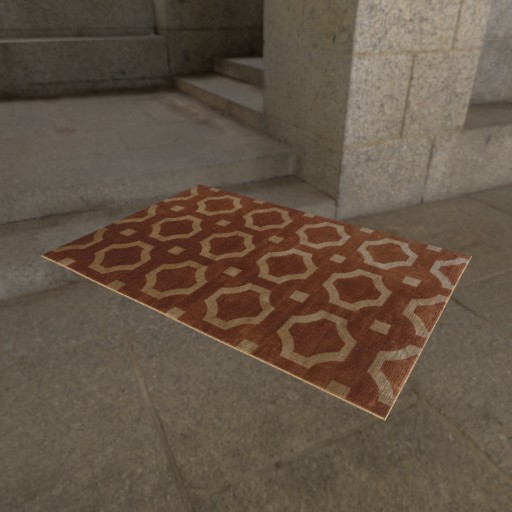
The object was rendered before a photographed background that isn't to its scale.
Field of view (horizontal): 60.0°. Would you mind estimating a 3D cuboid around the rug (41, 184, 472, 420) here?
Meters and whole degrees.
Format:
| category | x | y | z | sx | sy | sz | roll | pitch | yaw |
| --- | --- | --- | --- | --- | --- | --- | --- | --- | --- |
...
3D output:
| category | x | y | z | sx | sy | sz | roll | pitch | yaw |
| --- | --- | --- | --- | --- | --- | --- | --- | --- | --- |
| rug | 0.000 | 0.000 | 2.843 | 2.286 | 0.016 | 1.555 | 19 | 35 | 29 |
